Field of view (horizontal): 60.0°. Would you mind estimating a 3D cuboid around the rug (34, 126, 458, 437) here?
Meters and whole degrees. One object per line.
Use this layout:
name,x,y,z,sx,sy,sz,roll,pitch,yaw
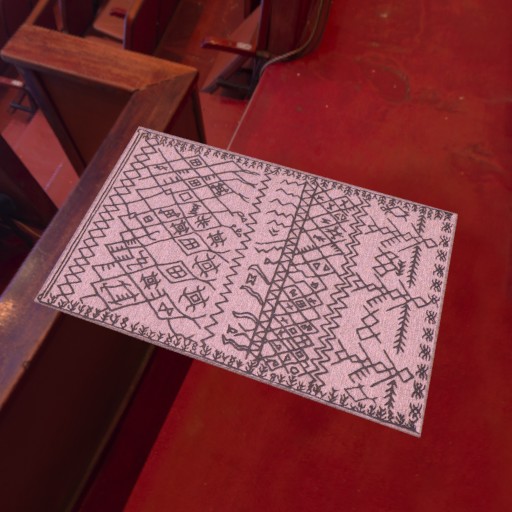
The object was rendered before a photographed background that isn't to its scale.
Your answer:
rug,0.000,0.000,2.942,2.444,0.012,1.526,17,65,8
